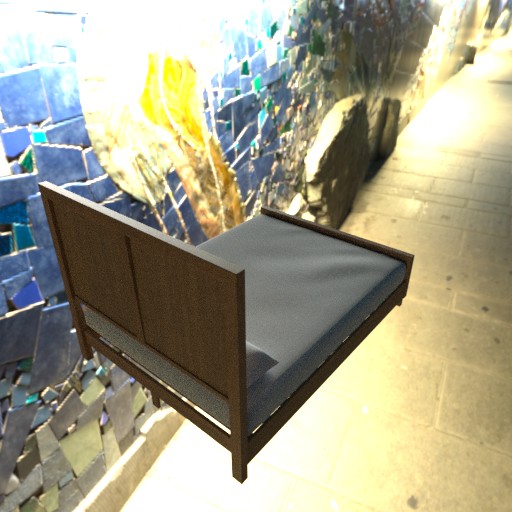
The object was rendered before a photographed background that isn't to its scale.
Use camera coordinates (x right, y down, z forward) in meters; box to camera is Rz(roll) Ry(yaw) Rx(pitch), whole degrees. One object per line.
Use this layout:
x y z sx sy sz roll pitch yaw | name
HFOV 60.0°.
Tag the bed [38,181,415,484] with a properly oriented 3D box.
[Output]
0.000 0.000 3.300 1.606 1.387 2.184 22 37 34 | bed
